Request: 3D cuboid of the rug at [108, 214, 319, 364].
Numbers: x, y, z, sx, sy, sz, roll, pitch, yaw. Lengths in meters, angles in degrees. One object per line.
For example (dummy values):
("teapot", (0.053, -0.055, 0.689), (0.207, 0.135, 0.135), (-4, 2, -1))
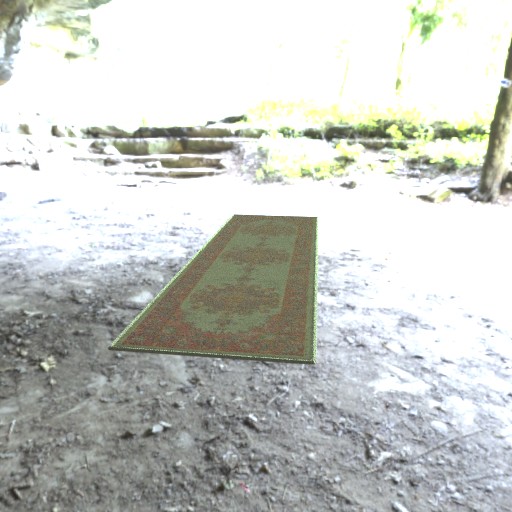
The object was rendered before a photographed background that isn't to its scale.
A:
("rug", (0.000, 0.000, 2.021), (0.562, 0.009, 1.824), (2, 17, 8))
